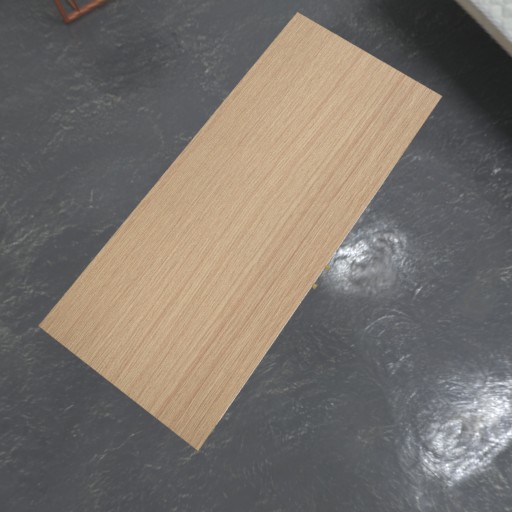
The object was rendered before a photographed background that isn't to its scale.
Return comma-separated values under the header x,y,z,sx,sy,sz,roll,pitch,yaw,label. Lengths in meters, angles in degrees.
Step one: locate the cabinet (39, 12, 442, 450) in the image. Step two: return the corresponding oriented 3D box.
x,y,z,sx,sy,sz,roll,pitch,yaw,label
0.000,0.000,1.578,0.470,1.016,1.057,35,78,8,cabinet
